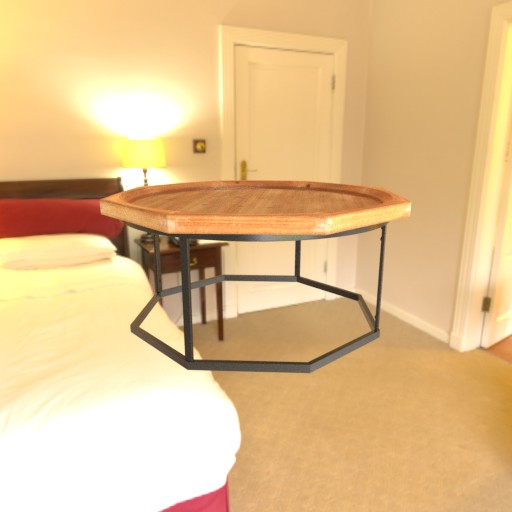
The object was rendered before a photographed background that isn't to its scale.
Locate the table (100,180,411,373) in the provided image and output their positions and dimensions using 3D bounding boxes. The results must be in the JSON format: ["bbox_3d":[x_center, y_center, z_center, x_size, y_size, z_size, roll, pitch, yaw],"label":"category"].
[{"bbox_3d":[0.000,0.000,1.556,1.002,0.444,1.002,0,15,0],"label":"table"}]
